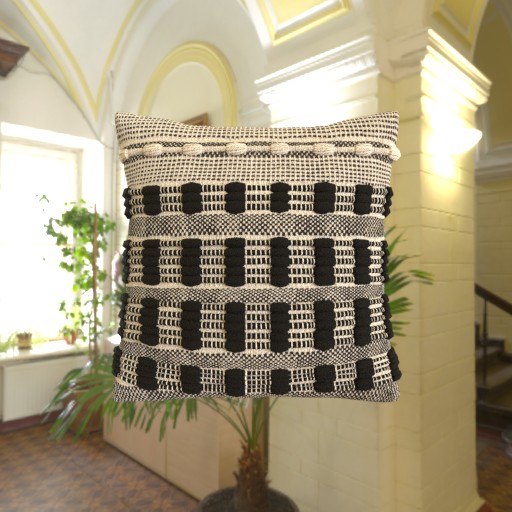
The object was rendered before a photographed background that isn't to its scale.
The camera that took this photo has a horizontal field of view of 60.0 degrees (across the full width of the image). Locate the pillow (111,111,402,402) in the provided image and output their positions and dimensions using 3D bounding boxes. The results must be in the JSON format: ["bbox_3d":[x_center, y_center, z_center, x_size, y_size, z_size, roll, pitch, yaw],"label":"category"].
[{"bbox_3d":[0.000,0.000,0.663,0.436,0.438,0.156,0,-1,1],"label":"pillow"}]
